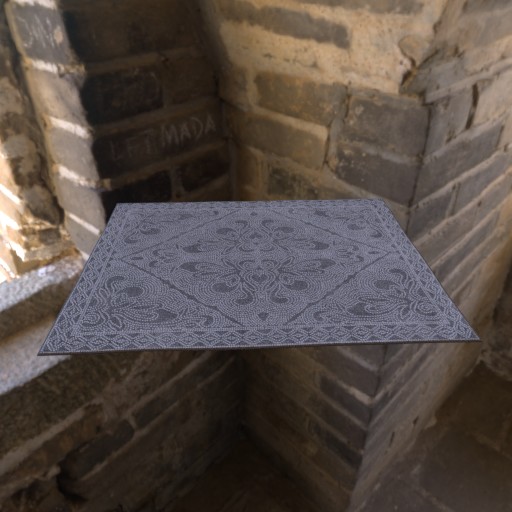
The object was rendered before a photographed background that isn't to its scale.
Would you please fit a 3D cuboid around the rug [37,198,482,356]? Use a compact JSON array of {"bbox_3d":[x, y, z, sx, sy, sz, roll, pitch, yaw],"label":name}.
[{"bbox_3d":[0.000,0.000,4.034,3.048,0.012,2.438,-1,31,-2],"label":"rug"}]
